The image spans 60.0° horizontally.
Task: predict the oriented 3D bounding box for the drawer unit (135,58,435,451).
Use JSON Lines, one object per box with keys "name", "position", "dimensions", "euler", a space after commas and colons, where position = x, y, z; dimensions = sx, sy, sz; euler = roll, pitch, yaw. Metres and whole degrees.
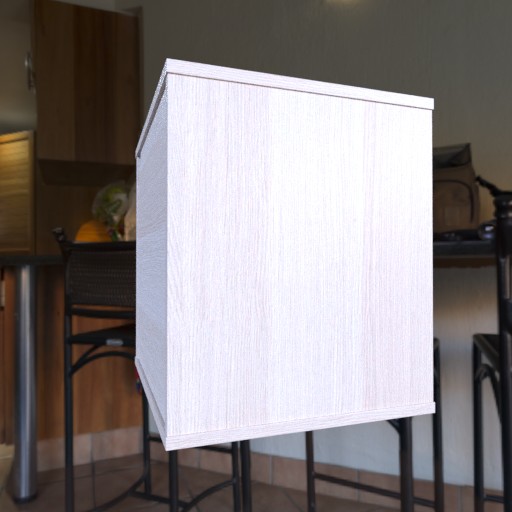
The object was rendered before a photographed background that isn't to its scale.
{"name": "drawer unit", "position": [0.000, 0.000, 0.600], "dimensions": [0.290, 0.344, 0.349], "euler": [0, -1, -20]}
